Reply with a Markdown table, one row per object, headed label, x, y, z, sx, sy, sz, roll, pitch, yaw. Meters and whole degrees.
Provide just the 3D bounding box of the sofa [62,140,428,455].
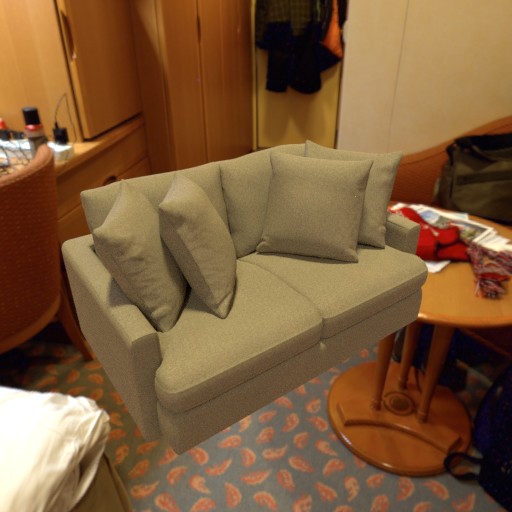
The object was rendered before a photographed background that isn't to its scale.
| label | x | y | z | sx | sy | sz | roll | pitch | yaw |
| --- | --- | --- | --- | --- | --- | --- | --- | --- | --- |
| sofa | 0.000 | 0.000 | 2.594 | 1.869 | 1.080 | 1.228 | -19 | 35 | -31 |
